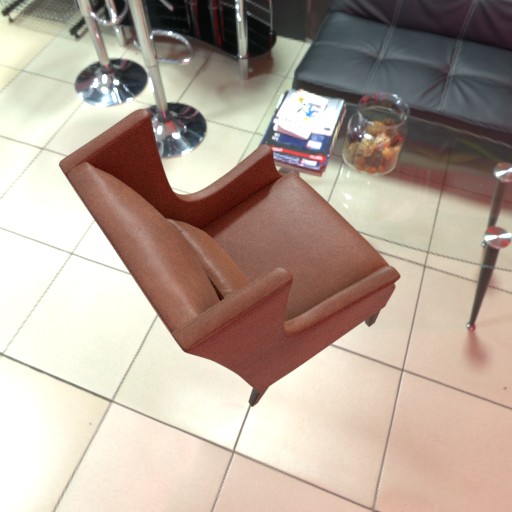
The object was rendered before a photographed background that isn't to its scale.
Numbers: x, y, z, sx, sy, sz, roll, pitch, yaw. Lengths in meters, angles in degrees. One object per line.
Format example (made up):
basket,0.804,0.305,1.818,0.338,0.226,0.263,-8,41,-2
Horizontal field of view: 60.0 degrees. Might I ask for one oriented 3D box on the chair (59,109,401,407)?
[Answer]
chair,0.000,0.000,1.698,0.913,1.088,0.815,-32,64,-18
